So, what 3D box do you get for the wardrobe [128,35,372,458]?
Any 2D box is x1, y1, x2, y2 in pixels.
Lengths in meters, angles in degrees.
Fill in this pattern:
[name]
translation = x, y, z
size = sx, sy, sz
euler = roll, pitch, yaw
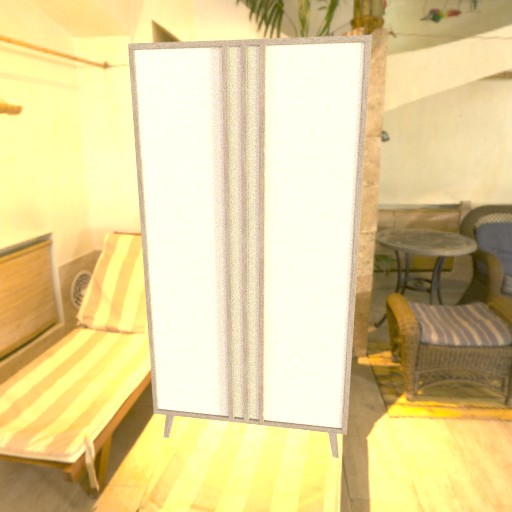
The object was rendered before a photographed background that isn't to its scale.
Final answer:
[wardrobe]
translation = 0.000, 0.000, 2.309
size = 1.000, 1.960, 0.600
euler = 3, 16, 9
